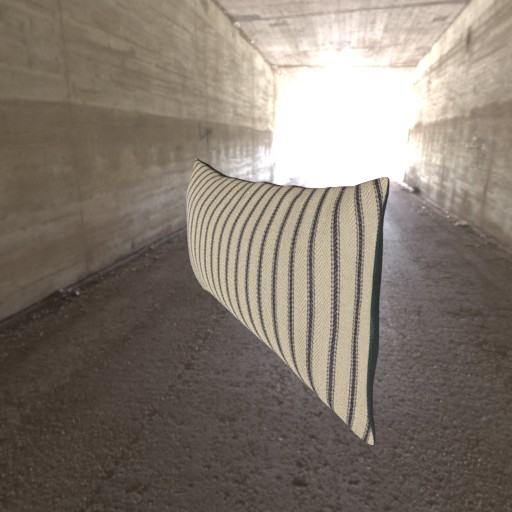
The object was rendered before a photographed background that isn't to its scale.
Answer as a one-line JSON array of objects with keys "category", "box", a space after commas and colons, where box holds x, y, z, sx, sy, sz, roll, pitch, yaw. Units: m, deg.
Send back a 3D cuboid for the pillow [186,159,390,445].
[{"category": "pillow", "box": [0.000, 0.000, 0.723, 0.151, 0.305, 0.609, -7, 17, -24]}]
